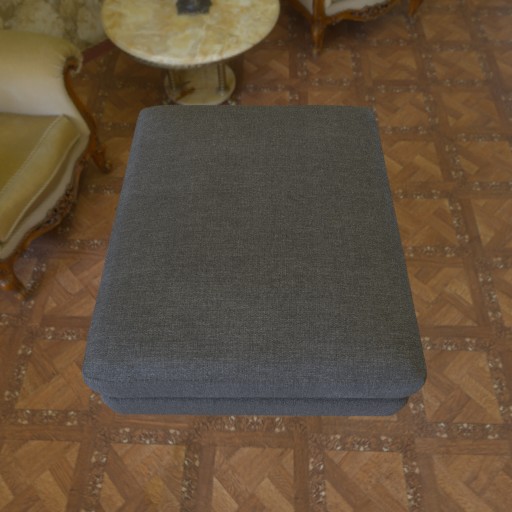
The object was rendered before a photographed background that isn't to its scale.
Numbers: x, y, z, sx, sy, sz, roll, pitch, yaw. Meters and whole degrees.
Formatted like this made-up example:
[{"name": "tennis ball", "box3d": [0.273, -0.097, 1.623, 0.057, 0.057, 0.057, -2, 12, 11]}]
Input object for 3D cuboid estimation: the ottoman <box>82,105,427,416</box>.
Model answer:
[{"name": "ottoman", "box3d": [0.000, 0.000, 1.221, 0.693, 0.474, 0.821, 0, 57, 0]}]
